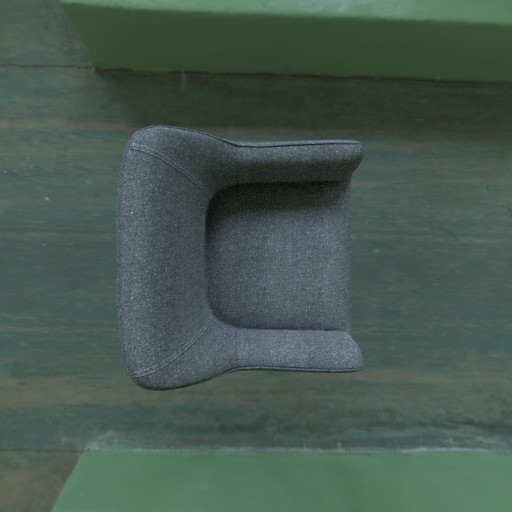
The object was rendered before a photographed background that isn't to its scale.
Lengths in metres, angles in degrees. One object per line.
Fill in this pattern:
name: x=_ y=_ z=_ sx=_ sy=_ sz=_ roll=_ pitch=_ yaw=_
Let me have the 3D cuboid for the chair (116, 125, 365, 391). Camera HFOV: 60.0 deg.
chair: x=0.000 y=0.000 z=1.173 sx=0.519 sy=0.803 sz=0.543 roll=0 pitch=91 yaw=-2
